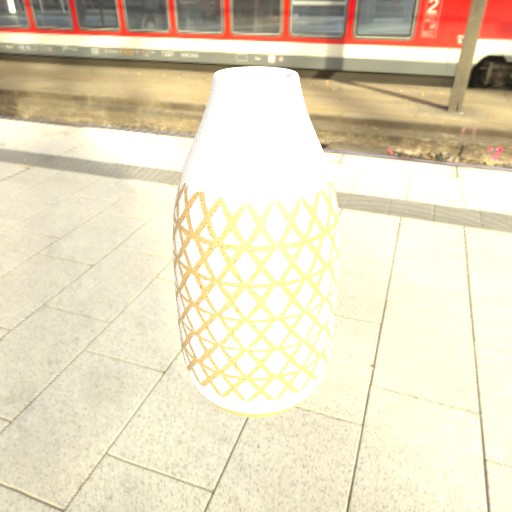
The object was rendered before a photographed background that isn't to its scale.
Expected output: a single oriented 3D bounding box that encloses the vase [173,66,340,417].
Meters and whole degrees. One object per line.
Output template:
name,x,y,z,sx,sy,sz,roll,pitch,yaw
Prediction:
vase,0.000,0.000,0.492,0.186,0.380,0.186,0,32,0
